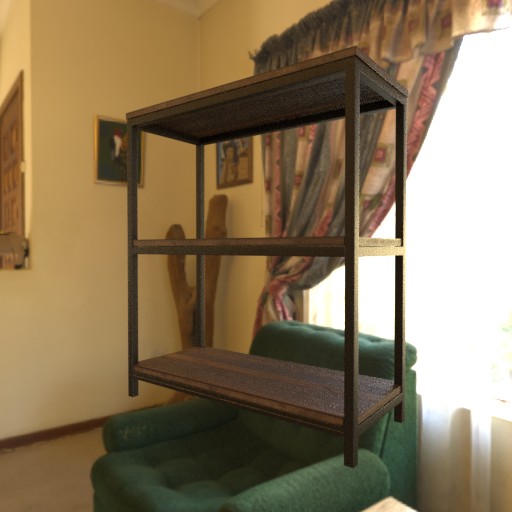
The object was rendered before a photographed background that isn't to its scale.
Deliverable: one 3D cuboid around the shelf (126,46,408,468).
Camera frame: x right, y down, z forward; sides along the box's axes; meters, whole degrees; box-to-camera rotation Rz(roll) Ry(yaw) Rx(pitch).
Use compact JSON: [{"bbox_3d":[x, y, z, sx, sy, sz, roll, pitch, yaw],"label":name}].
[{"bbox_3d":[0.000,0.000,1.379,0.822,0.947,0.352,1,1,37],"label":"shelf"}]
